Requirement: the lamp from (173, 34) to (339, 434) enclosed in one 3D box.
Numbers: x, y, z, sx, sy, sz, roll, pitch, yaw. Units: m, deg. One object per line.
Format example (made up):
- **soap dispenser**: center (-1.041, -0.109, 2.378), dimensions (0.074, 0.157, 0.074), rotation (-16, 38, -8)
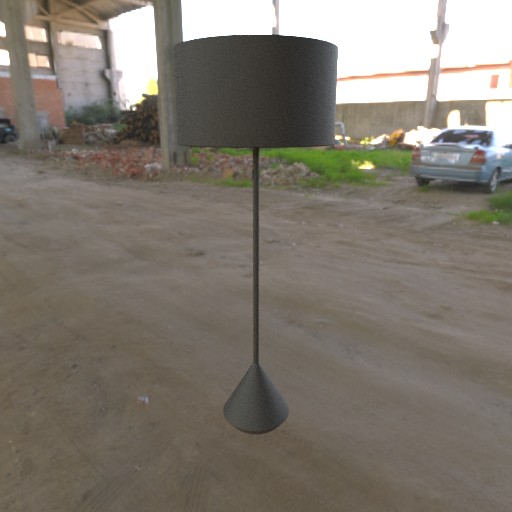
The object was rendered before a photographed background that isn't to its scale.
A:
- **lamp**: center (0.000, 0.000, 1.789), dimensions (0.580, 1.526, 0.580), rotation (3, 17, 10)
